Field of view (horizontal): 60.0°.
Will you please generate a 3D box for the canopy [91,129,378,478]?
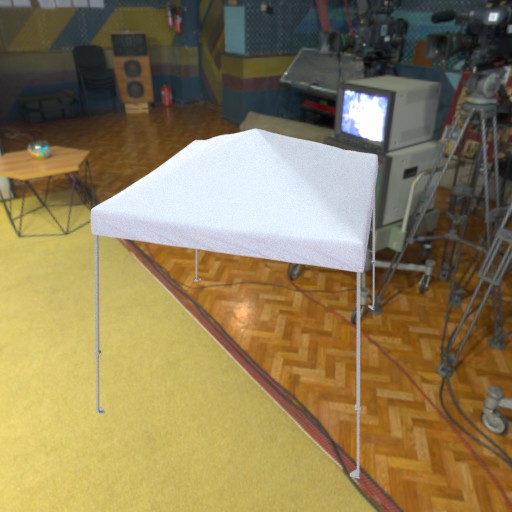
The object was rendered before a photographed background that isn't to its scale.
[{"bbox_3d":[0.000,0.000,5.022,2.849,2.850,2.850,8,31,14],"label":"canopy"}]
